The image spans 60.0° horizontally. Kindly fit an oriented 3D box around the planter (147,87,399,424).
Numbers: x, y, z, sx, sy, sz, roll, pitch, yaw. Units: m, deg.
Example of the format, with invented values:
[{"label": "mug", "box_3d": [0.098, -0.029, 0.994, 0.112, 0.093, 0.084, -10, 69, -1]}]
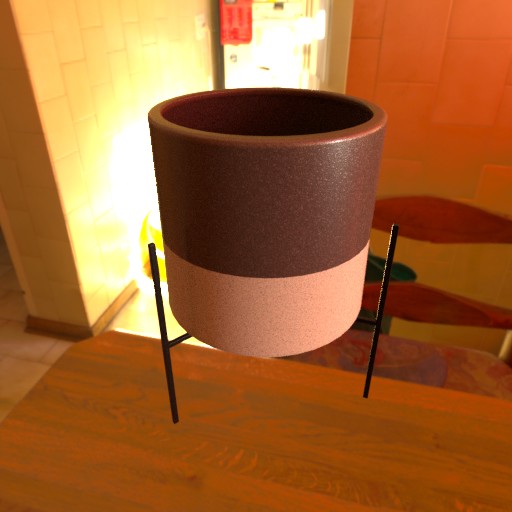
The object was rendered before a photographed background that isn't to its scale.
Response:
[{"label": "planter", "box_3d": [0.000, 0.000, 0.536, 0.250, 0.353, 0.260, -8, 32, -14]}]
